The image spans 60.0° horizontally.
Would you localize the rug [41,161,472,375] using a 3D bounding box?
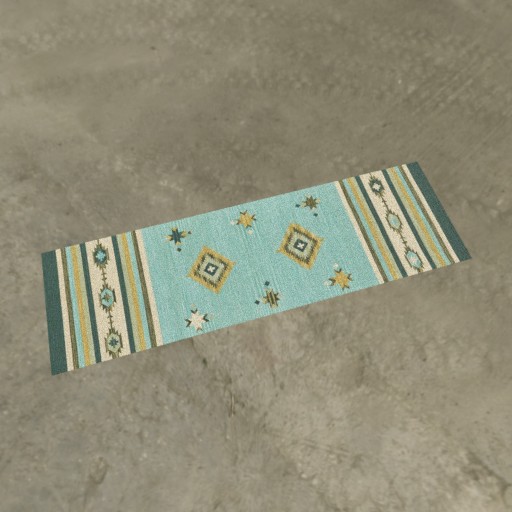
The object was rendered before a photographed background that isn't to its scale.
[{"bbox_3d":[0.000,0.000,2.629,2.441,0.010,0.744,-15,64,-7],"label":"rug"}]
